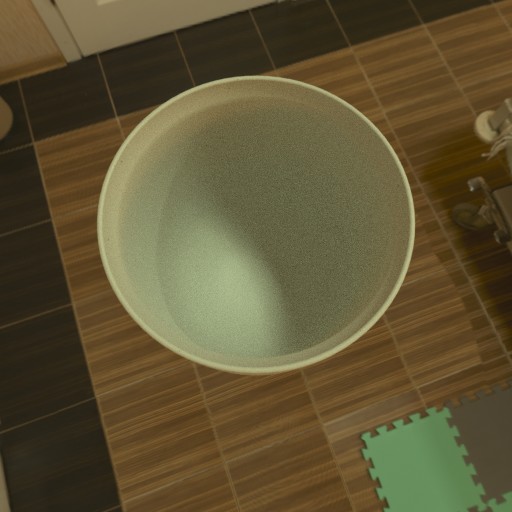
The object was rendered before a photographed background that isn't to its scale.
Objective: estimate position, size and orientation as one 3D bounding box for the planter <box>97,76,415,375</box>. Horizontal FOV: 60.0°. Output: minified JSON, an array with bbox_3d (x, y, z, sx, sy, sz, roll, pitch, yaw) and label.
[{"bbox_3d":[0.000,0.000,0.386,0.204,0.214,0.204,0,74,0],"label":"planter"}]
